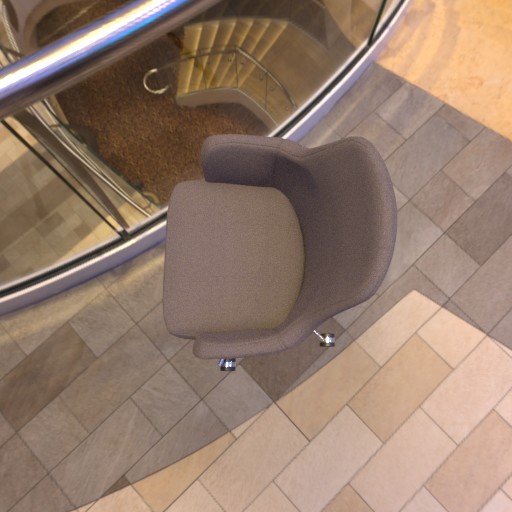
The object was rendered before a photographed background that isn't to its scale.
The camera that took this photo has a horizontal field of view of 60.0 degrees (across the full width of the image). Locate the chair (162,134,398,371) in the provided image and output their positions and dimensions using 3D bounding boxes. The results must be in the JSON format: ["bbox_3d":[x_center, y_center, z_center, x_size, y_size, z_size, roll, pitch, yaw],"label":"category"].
[{"bbox_3d":[0.000,0.000,1.272,0.600,0.820,0.655,1,77,0],"label":"chair"}]
